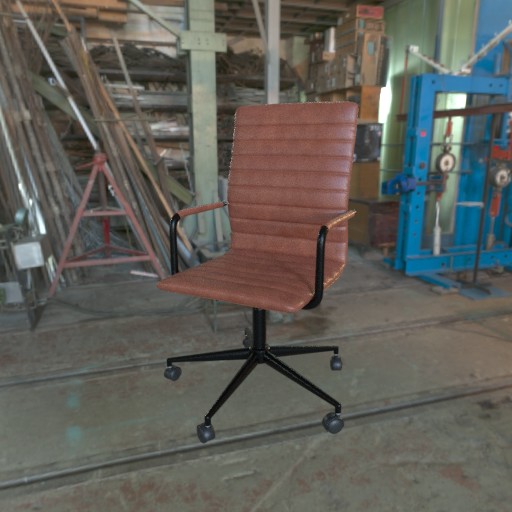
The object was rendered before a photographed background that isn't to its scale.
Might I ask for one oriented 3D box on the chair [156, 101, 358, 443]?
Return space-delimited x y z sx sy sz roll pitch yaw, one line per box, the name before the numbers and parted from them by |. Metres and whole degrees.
chair | 0.000 0.000 1.276 0.600 0.878 0.578 7 16 26
